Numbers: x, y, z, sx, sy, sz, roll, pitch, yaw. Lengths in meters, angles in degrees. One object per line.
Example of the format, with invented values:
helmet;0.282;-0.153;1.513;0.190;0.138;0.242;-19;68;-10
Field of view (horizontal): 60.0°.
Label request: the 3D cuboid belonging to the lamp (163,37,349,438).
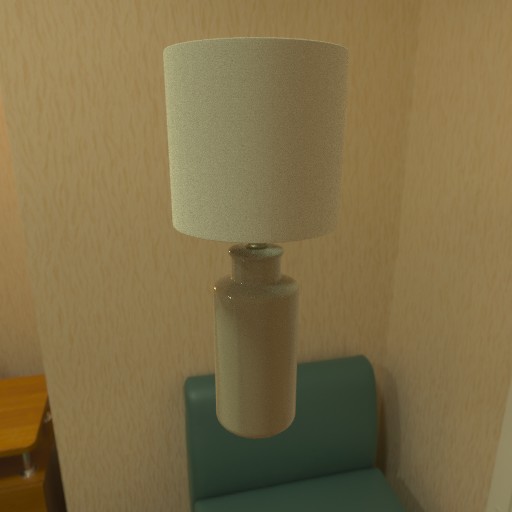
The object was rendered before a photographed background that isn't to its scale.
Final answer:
lamp;0.000;0.000;0.588;0.212;0.493;0.212;-16;23;-42
